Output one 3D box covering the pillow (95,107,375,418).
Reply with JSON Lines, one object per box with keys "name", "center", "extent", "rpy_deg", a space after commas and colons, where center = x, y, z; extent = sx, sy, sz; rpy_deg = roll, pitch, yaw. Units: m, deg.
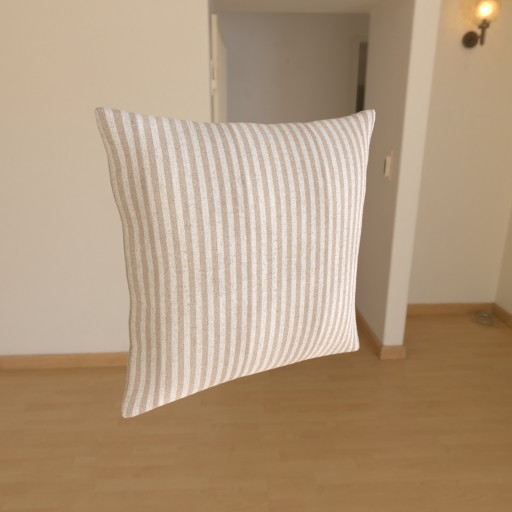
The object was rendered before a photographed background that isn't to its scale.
{"name": "pillow", "center": [0.000, 0.000, 0.805], "extent": [0.523, 0.510, 0.166], "rpy_deg": [-9, 19, -27]}
